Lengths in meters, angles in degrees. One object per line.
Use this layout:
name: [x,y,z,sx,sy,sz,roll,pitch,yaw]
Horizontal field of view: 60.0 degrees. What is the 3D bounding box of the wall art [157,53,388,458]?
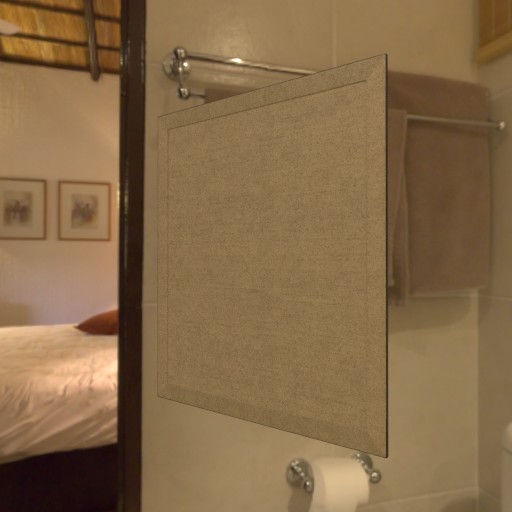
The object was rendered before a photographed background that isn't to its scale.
wall art: [0.000,0.000,0.621,0.381,0.457,0.023,0,0,36]
